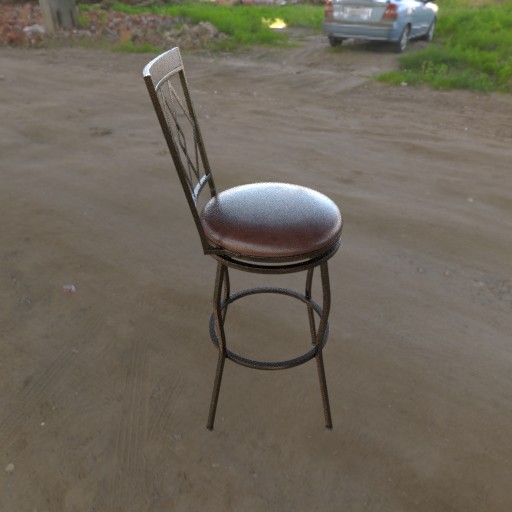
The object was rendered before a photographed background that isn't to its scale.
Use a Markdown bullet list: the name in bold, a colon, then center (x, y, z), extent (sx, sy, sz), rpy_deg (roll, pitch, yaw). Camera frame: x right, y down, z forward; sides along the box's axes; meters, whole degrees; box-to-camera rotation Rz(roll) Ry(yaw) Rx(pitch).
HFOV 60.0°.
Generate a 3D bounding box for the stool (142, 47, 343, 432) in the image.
- **stool**: center (0.000, 0.000, 1.379), extent (0.521, 1.134, 0.432), rpy_deg (0, 32, 0)
